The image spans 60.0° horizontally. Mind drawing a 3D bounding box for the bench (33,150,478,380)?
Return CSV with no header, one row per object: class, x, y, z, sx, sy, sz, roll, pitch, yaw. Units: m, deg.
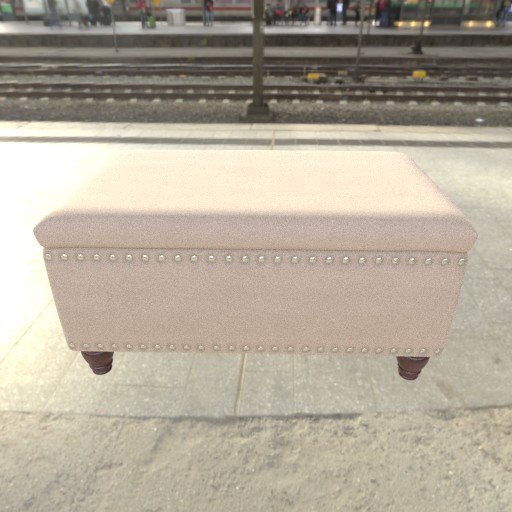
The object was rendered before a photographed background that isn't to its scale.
bench,0.000,0.000,1.182,0.887,0.449,0.500,1,30,1
